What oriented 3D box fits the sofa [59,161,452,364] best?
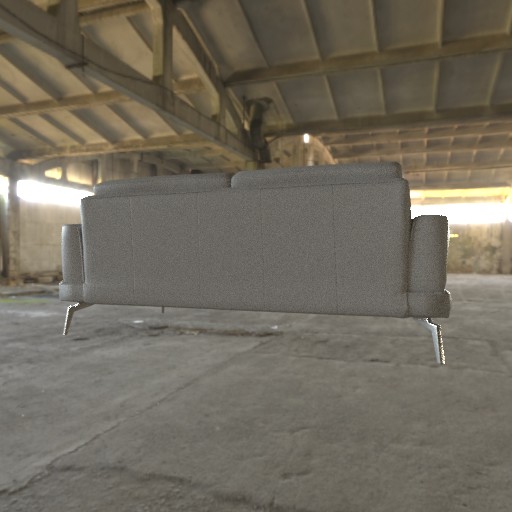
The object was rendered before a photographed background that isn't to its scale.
[{"bbox_3d":[0.000,0.000,2.756,2.177,0.930,1.121,0,0,20],"label":"sofa"}]
